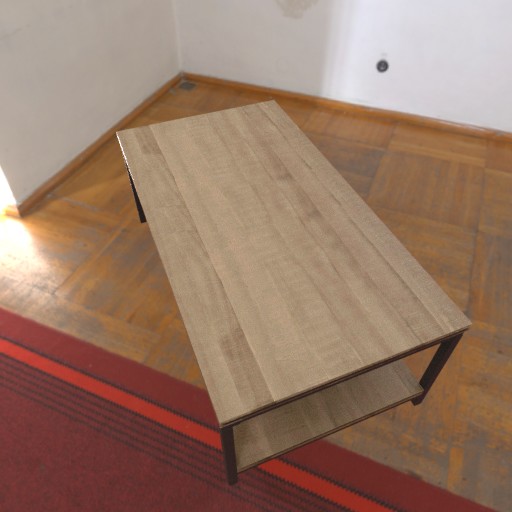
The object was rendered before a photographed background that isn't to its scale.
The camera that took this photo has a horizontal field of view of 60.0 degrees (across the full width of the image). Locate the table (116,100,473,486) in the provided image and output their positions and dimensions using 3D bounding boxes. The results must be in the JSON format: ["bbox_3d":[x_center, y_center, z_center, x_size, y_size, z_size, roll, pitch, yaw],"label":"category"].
[{"bbox_3d":[0.000,0.000,1.357,0.574,0.393,1.062,-16,49,-15],"label":"table"}]
